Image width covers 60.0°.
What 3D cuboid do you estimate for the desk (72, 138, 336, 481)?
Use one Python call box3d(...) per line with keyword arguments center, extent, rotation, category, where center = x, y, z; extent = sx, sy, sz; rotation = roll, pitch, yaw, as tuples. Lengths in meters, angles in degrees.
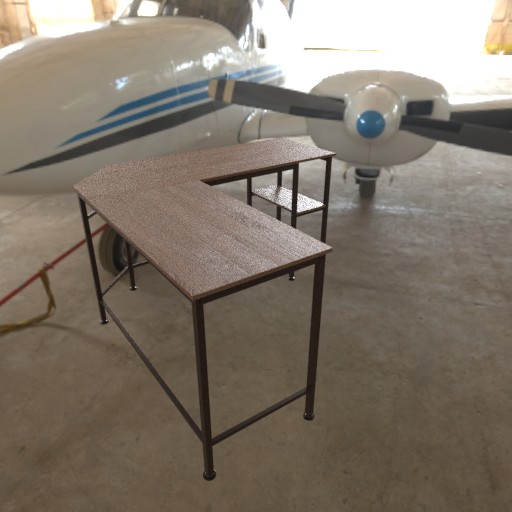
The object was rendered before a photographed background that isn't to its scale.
box3d(center=(0.000, 0.000, 2.171), extent=(1.379, 0.739, 1.379), rotation=(-18, 32, -31), category="desk")
